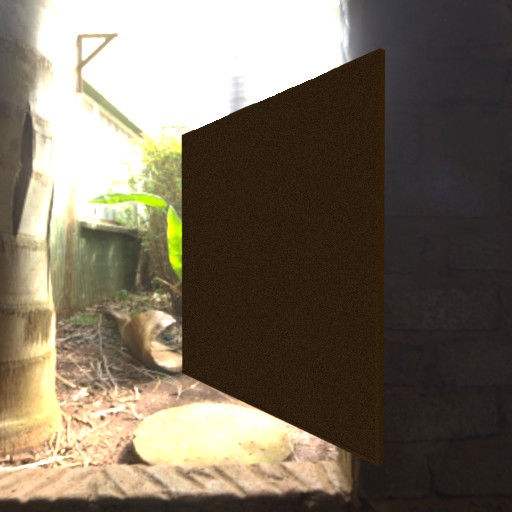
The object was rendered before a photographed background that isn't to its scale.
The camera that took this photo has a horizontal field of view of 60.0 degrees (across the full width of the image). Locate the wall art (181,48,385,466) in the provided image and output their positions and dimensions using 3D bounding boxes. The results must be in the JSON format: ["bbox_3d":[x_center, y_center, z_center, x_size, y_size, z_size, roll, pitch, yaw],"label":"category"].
[{"bbox_3d":[0.000,0.000,0.960,0.014,0.655,0.657,-1,1,-37],"label":"wall art"}]
